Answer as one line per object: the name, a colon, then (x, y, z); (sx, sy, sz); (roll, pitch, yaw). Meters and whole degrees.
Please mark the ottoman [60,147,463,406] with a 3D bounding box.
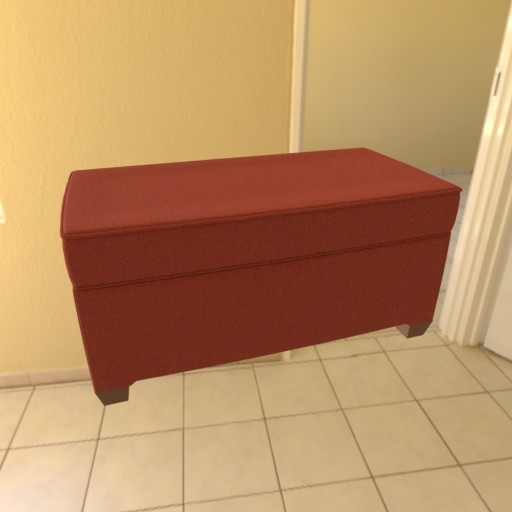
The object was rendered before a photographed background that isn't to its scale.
ottoman: (0.000, 0.000, 1.252); (0.948, 0.454, 0.497); (-8, 28, -16)
